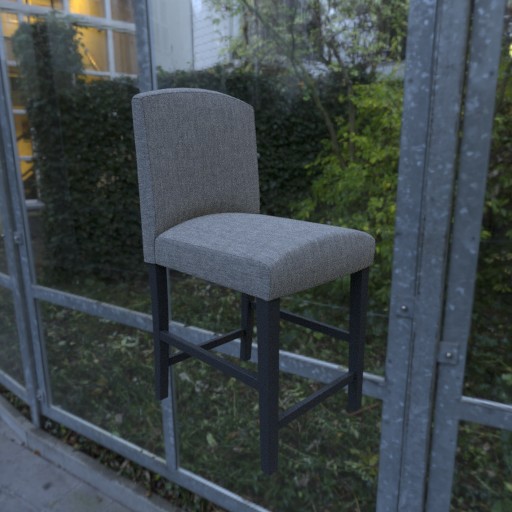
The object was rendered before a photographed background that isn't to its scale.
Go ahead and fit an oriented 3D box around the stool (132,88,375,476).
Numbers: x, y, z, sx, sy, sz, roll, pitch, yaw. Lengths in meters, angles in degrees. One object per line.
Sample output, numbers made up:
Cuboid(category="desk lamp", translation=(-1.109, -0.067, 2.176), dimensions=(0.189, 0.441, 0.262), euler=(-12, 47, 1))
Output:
Cuboid(category="stool", translation=(0.000, 0.000, 1.297), dimensions=(0.552, 0.966, 0.451), euler=(13, 19, 43))
